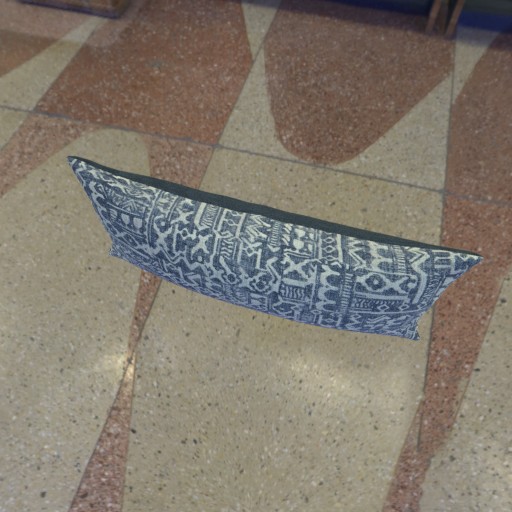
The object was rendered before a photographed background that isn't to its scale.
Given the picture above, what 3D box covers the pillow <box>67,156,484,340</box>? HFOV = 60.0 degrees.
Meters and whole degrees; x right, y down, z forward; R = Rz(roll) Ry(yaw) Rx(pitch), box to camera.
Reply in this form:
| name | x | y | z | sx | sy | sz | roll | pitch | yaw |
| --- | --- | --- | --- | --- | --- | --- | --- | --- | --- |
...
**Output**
| name | x | y | z | sx | sy | sz | roll | pitch | yaw |
| --- | --- | --- | --- | --- | --- | --- | --- | --- | --- |
| pillow | 0.000 | 0.000 | 0.742 | 0.631 | 0.292 | 0.148 | 15 | 60 | 9 |
